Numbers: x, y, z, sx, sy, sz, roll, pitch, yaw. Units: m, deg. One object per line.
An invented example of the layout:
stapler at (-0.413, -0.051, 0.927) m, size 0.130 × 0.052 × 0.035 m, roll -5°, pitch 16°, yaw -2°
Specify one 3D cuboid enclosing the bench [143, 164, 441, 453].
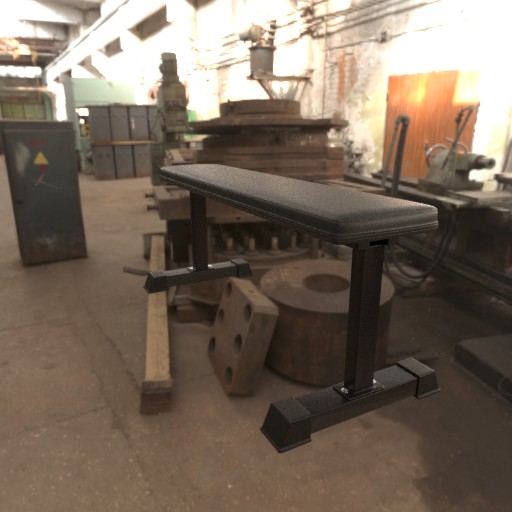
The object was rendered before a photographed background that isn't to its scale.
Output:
bench at (0.000, 0.000, 1.300) m, size 0.439 × 0.453 × 1.072 m, roll -9°, pitch 19°, yaw -27°
